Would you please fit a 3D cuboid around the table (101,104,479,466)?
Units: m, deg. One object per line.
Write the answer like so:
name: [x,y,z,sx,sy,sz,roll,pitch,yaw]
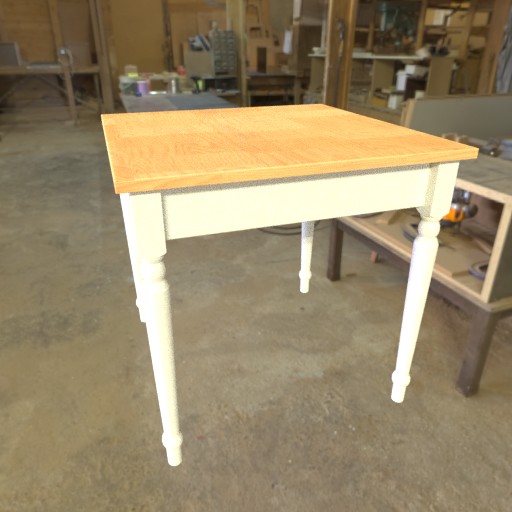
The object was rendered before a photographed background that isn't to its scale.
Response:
table: [0.000,0.000,1.312,0.747,0.738,0.747,-9,28,-17]
